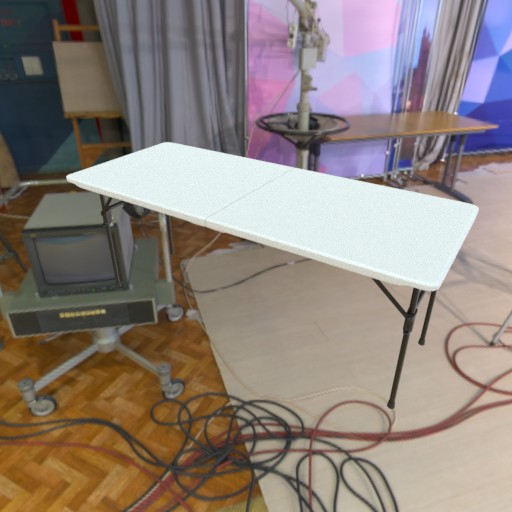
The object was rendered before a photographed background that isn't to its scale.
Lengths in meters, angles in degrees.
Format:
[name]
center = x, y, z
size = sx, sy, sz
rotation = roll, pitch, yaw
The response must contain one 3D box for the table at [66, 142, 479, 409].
[table]
center = 0.000, 0.000, 2.251
size = 1.829, 0.719, 0.761
rotation = 18, 35, 28
